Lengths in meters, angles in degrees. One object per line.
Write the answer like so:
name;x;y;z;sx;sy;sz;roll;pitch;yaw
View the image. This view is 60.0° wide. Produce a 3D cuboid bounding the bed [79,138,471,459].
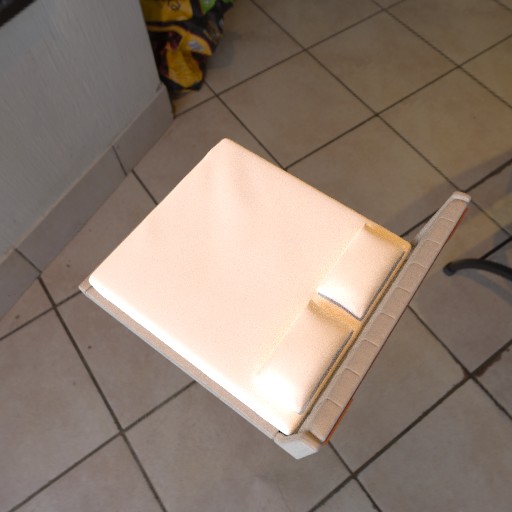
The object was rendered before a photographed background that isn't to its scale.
bed;0.000;0.000;3.631;2.342;1.289;2.062;33;68;15
